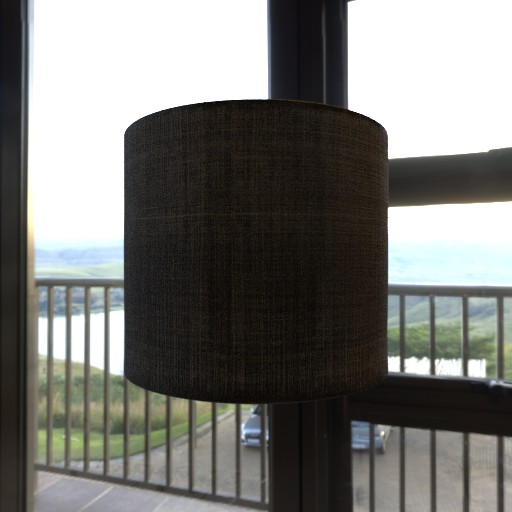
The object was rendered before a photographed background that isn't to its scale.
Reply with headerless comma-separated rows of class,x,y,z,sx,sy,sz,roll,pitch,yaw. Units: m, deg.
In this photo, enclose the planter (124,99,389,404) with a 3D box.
planter,0.000,0.000,0.442,0.254,0.221,0.254,0,-1,0
